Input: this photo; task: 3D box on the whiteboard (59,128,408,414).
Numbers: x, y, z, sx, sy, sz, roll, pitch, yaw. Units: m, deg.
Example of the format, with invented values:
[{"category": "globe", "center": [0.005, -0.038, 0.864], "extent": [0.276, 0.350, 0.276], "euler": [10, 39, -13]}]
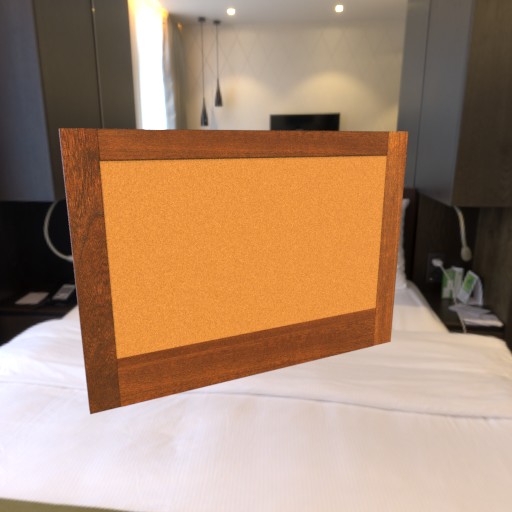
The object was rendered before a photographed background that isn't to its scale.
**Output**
[{"category": "whiteboard", "center": [0.000, 0.000, 1.026], "extent": [0.783, 0.559, 0.083], "euler": [-7, 16, -24]}]
